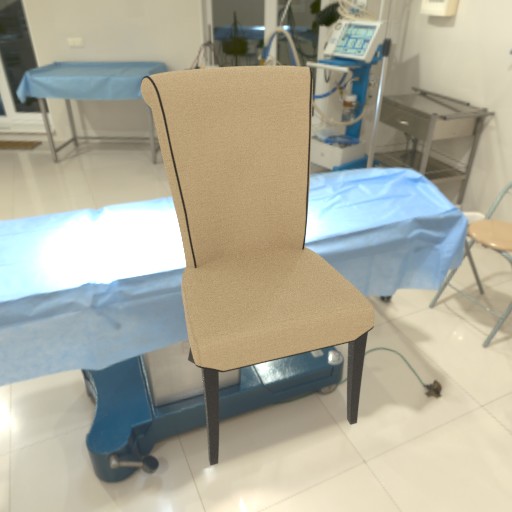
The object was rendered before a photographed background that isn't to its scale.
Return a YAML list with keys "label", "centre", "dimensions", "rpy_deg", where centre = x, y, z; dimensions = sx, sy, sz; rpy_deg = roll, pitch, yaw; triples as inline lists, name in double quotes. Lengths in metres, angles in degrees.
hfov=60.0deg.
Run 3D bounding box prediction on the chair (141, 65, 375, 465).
- label: "chair"
  centre: [0.000, 0.000, 1.356]
  dimensions: [0.522, 0.997, 0.623]
  rpy_deg: [-10, 33, -15]
